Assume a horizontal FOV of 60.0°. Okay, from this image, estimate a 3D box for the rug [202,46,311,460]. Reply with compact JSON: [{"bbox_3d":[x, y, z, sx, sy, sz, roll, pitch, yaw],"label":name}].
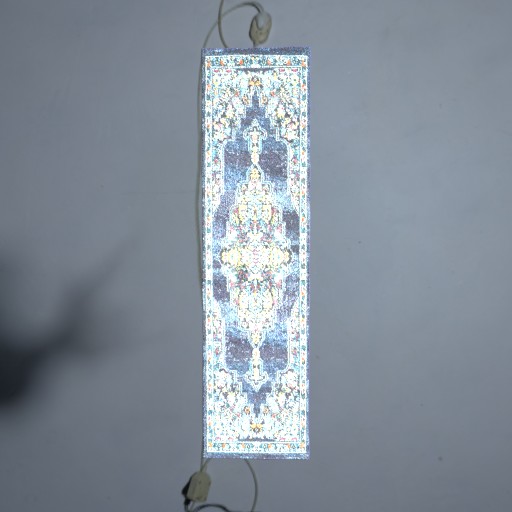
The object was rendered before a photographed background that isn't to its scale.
[{"bbox_3d":[0.000,0.000,2.453,0.602,0.016,2.283,0,92,1],"label":"rug"}]
